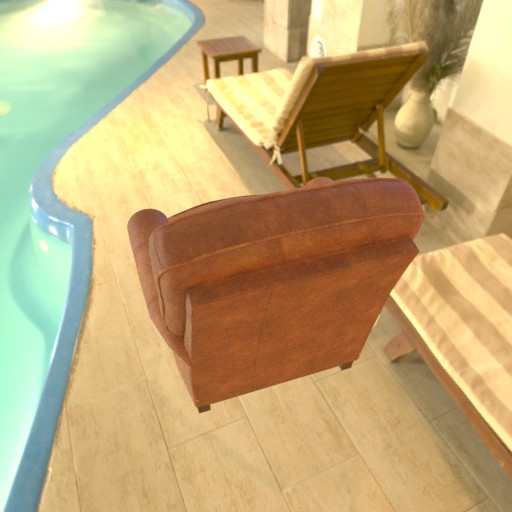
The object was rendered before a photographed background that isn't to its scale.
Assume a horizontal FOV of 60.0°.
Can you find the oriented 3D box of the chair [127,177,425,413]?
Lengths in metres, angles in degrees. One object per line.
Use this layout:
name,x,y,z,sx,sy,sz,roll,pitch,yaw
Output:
chair,0.000,0.000,1.779,0.936,1.018,0.986,-13,43,-14
